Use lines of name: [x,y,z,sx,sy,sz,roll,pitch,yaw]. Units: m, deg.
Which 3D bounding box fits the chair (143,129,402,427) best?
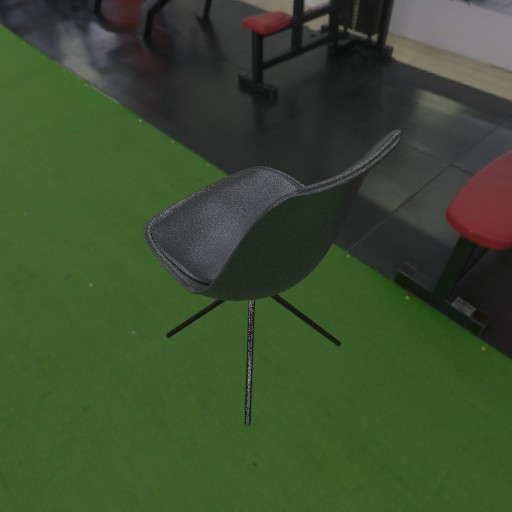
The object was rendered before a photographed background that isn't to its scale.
chair: [0.000,0.000,1.151,0.461,0.850,0.525,-33,55,-27]
